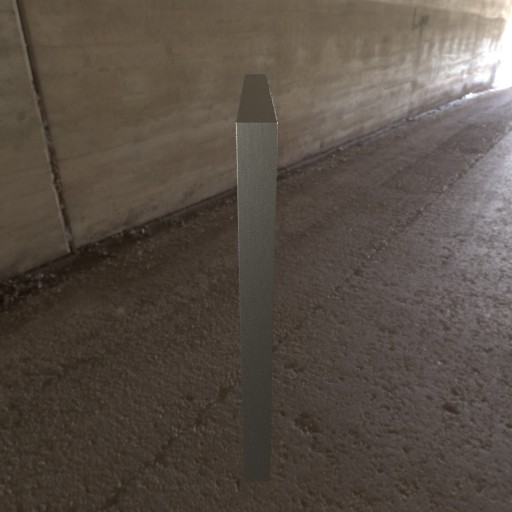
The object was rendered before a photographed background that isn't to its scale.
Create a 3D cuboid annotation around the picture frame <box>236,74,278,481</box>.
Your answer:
[{"bbox_3d":[0.000,0.000,1.372,0.073,0.968,0.839,0,28,0],"label":"picture frame"}]
